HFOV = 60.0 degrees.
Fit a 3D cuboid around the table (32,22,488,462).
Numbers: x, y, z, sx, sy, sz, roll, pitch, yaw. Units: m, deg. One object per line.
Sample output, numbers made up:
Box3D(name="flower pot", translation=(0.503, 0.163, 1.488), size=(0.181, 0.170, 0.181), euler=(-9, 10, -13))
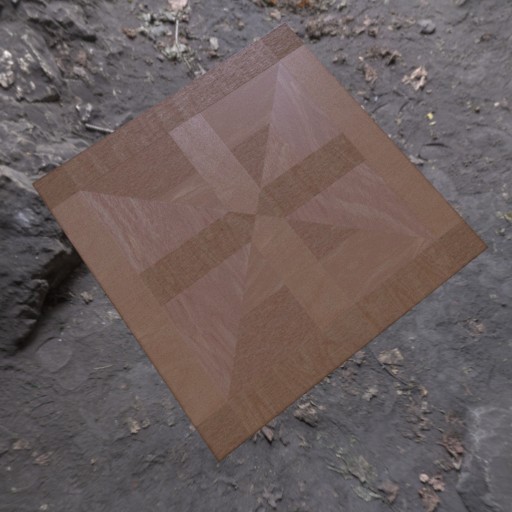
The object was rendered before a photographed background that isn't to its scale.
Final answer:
Box3D(name="table", translation=(0.000, 0.000, 1.138), size=(0.610, 0.638, 0.612), euler=(-36, 79, -8))
